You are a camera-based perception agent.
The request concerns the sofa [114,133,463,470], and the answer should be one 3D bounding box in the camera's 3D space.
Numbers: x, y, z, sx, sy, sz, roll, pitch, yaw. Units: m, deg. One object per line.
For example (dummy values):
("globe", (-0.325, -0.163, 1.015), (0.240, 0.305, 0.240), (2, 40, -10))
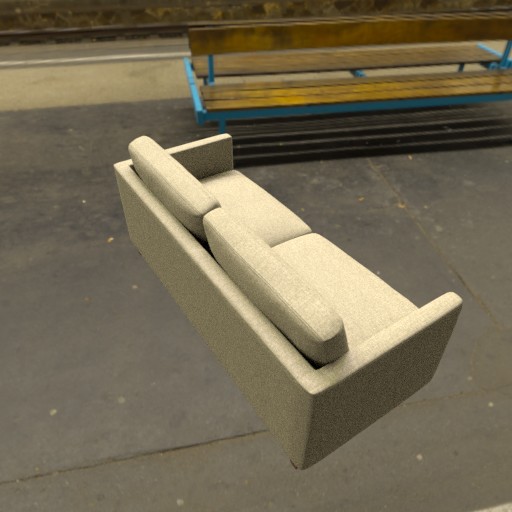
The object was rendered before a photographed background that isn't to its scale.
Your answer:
("sofa", (0.000, 0.000, 2.734), (0.956, 0.960, 2.208), (-23, 45, -25))
